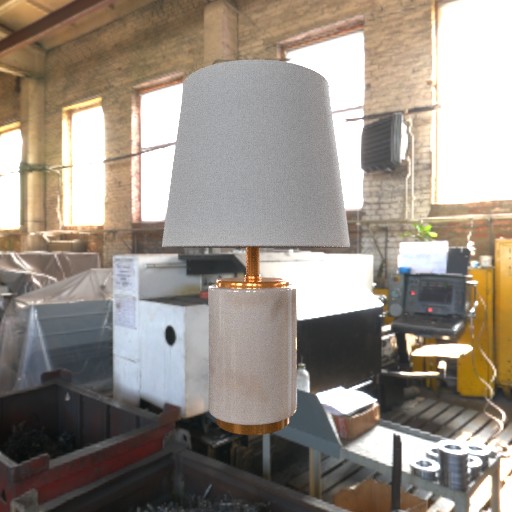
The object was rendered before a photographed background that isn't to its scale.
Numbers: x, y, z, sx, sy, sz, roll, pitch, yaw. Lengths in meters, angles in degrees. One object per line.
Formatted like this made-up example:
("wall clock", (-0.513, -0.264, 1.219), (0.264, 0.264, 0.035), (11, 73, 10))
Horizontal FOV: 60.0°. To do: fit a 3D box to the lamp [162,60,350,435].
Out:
("lamp", (0.000, 0.000, 0.457), (0.189, 0.340, 0.189), (0, 1, 0))
